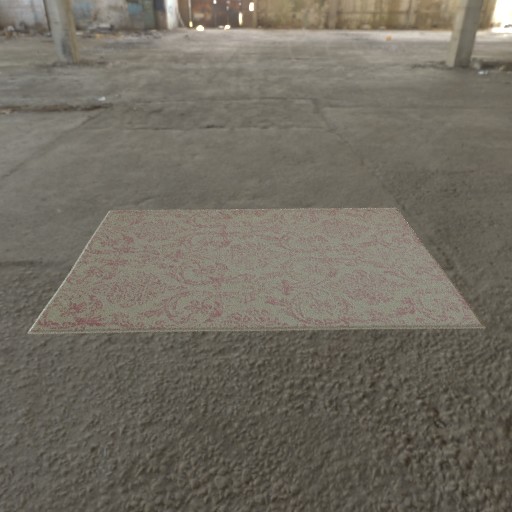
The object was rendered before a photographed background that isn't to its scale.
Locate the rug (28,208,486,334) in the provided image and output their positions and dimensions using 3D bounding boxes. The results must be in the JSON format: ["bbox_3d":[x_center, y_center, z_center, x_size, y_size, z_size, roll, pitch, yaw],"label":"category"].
[{"bbox_3d":[0.000,0.000,3.445,2.746,0.018,1.819,-1,29,-1],"label":"rug"}]
